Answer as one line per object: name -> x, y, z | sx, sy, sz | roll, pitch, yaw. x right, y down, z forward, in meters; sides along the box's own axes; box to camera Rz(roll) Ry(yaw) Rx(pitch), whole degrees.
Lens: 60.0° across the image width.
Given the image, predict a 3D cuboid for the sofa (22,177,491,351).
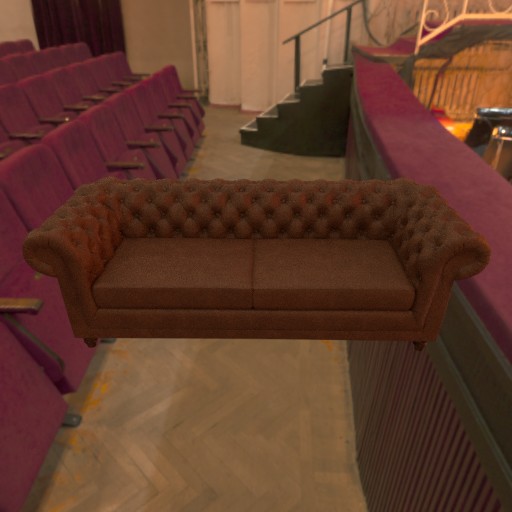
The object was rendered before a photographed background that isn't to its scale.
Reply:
sofa -> 0.000, 0.000, 2.755 | 2.385, 0.783, 0.944 | 0, 29, 1
